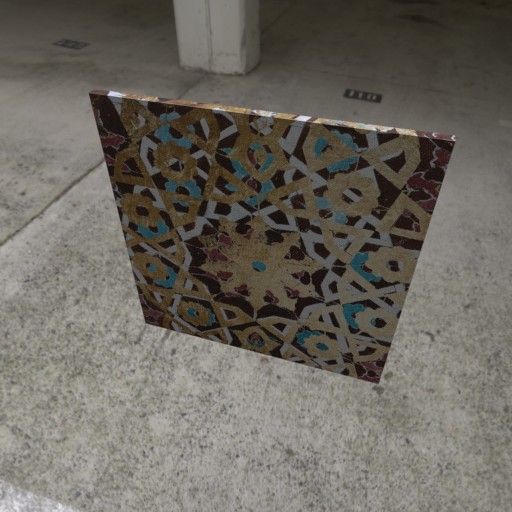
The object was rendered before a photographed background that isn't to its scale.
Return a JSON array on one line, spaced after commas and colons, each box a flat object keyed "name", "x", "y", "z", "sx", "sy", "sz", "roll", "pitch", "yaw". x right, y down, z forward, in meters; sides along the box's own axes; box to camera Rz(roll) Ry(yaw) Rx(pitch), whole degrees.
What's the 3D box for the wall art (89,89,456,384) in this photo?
[{"name": "wall art", "x": 0.000, "y": 0.000, "z": 1.136, "sx": 0.757, "sy": 0.762, "sz": 0.028, "roll": 12, "pitch": 42, "yaw": 13}]
